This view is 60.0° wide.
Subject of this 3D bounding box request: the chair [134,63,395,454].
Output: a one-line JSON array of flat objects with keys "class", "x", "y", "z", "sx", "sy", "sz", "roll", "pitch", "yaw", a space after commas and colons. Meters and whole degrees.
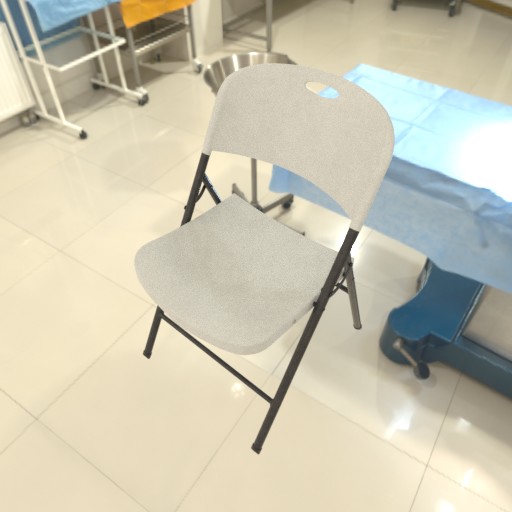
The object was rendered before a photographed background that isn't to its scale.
[{"class": "chair", "x": 0.000, "y": 0.000, "z": 1.186, "sx": 0.494, "sy": 0.810, "sz": 0.566, "roll": 31, "pitch": 54, "yaw": 27}]
